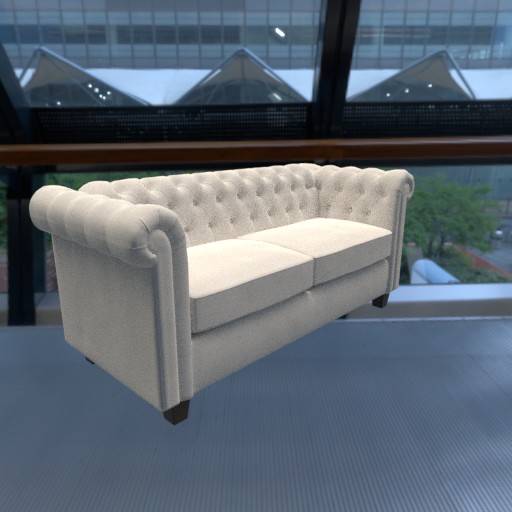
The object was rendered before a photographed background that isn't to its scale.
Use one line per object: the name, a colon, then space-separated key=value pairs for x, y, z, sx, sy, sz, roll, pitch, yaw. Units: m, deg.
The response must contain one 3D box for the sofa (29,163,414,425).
sofa: x=0.000 y=0.000 z=2.196 sx=0.771 sy=0.796 sz=1.798 roll=15 pitch=22 yaw=42
